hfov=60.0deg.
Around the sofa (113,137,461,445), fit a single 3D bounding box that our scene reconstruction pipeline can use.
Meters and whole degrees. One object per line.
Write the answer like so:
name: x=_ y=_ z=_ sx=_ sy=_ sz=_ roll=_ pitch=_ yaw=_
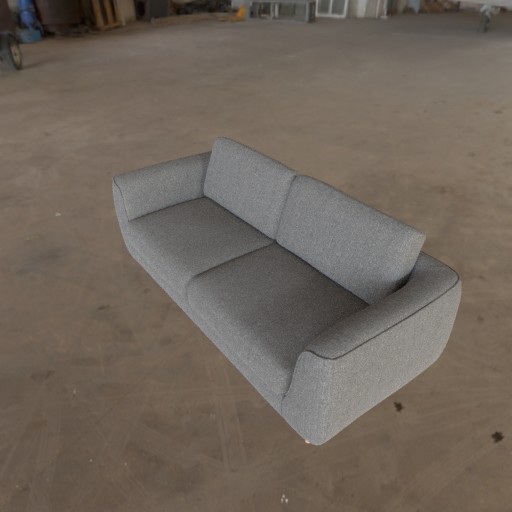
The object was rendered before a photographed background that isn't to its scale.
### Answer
sofa: x=0.000 y=0.000 z=2.442 sx=0.920 sy=0.870 sz=2.000 roll=-22 pitch=39 yaw=-30
